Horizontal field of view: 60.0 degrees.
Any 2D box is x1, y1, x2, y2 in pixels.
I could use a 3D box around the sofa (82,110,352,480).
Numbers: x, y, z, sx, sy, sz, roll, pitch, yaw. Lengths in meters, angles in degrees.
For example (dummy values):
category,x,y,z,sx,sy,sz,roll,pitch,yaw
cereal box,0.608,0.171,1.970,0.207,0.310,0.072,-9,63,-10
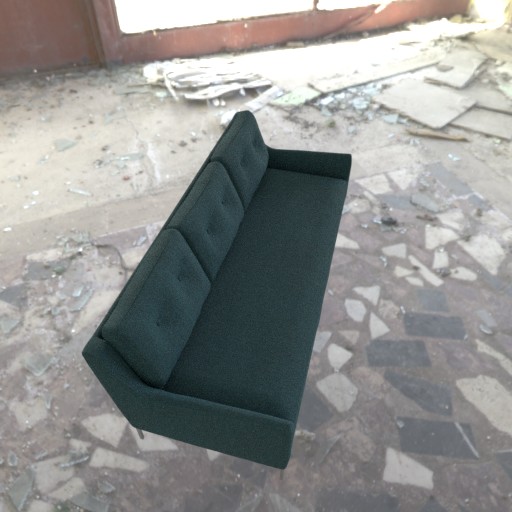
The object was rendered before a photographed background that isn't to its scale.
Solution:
category,x,y,z,sx,sy,sz,roll,pitch,yaw
sofa,0.000,0.000,2.552,0.849,0.837,2.060,11,46,11
